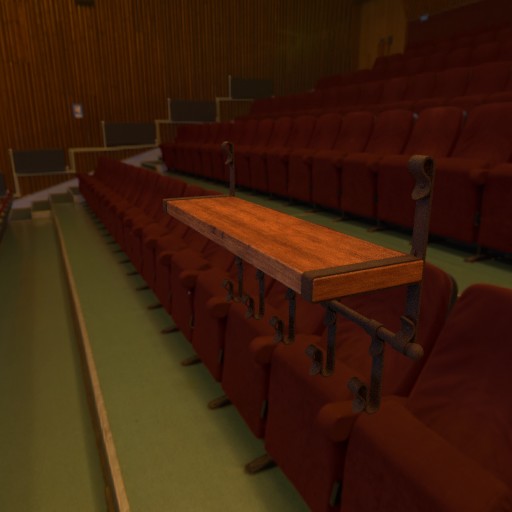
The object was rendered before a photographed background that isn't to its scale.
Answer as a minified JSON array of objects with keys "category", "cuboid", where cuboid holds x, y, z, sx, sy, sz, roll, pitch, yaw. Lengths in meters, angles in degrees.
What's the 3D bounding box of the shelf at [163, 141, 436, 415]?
[{"category":"shelf","cuboid":[0.000,0.000,0.692,0.146,0.330,0.567,-8,18,-25]}]
